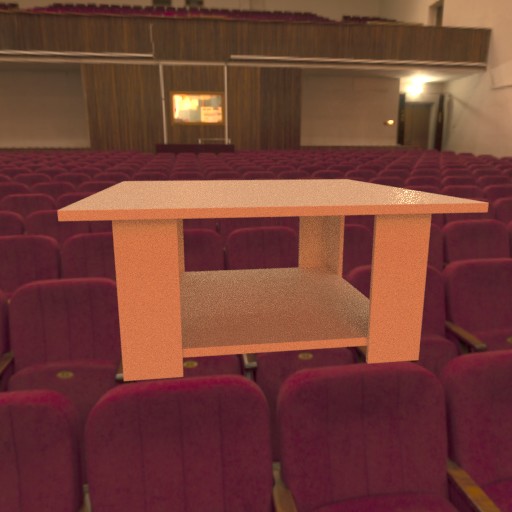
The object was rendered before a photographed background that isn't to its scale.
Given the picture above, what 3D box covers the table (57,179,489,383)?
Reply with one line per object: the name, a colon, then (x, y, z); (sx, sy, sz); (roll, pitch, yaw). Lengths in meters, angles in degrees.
table: (0.000, 0.000, 1.035); (0.670, 0.305, 0.670); (-2, 13, -8)
